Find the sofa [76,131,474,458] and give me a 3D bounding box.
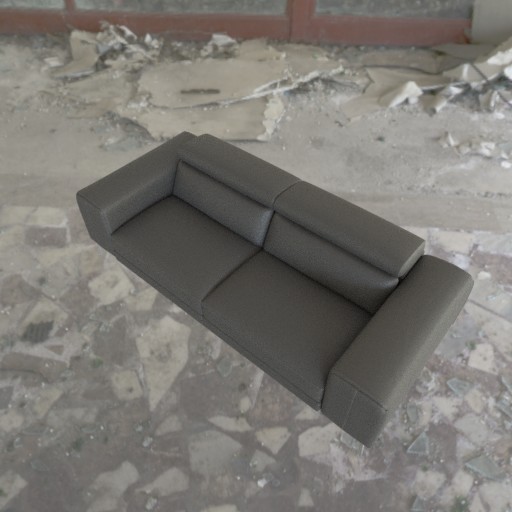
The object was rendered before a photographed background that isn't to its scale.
[{"bbox_3d":[0.000,0.000,2.807,2.321,0.759,1.023,32,55,26],"label":"sofa"}]
